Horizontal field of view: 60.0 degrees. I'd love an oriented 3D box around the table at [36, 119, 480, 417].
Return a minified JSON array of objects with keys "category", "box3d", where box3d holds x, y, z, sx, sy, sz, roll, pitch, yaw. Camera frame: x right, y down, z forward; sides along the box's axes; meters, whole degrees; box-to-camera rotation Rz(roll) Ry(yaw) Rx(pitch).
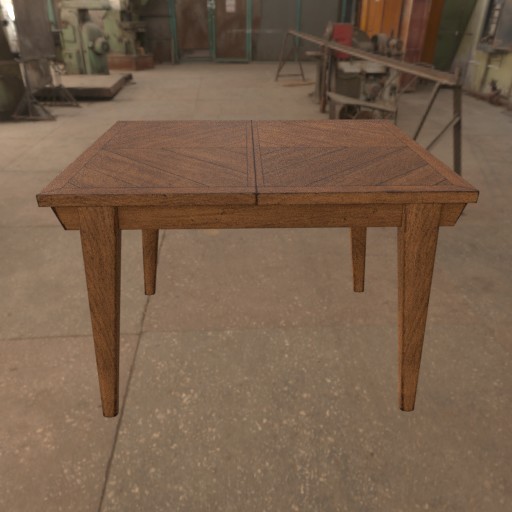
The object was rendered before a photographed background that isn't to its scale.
[{"category":"table","box3d":[0.000,0.000,1.540,1.027,0.760,0.757,-1,29,-1]}]
